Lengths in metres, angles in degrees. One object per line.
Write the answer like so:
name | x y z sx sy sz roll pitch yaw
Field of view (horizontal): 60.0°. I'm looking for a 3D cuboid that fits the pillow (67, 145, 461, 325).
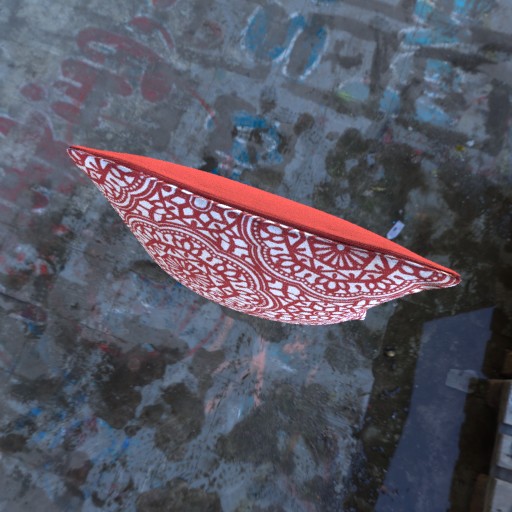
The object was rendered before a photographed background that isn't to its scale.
pillow | 0.000 0.000 0.663 0.438 0.419 0.162 19 77 4
